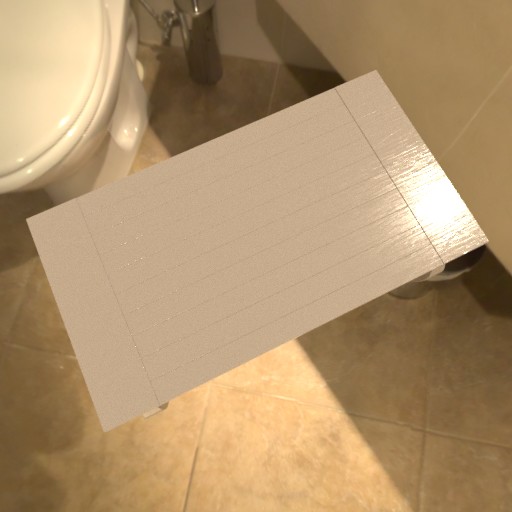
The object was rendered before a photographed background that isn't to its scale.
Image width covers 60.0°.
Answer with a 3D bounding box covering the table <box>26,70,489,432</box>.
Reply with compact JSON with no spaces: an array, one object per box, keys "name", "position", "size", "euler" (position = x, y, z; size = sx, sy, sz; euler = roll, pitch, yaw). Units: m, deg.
[{"name":"table","position":[0.000,0.000,1.396],"size":[1.062,0.495,0.600],"euler":[-25,76,-7]}]
